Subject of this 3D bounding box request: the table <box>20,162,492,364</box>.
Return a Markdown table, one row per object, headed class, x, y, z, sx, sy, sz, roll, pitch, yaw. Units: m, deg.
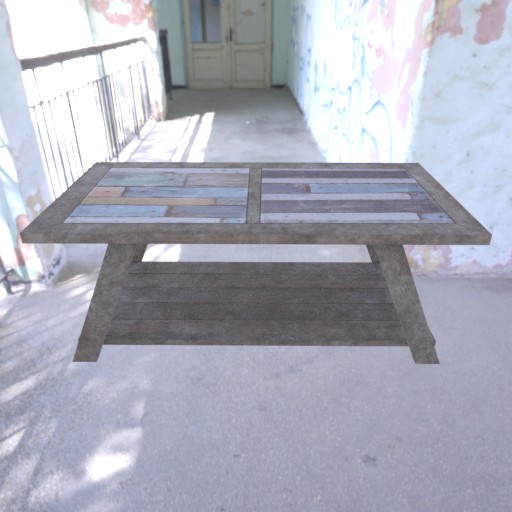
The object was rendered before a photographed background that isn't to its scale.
| class | x | y | z | sx | sy | sz | roll | pitch | yaw |
| --- | --- | --- | --- | --- | --- | --- | --- | --- | --- |
| table | 0.000 | 0.000 | 1.522 | 1.219 | 0.470 | 0.610 | 0 | 29 | 0 |
